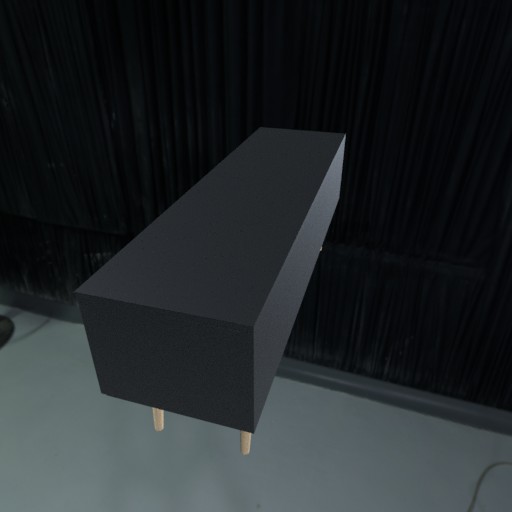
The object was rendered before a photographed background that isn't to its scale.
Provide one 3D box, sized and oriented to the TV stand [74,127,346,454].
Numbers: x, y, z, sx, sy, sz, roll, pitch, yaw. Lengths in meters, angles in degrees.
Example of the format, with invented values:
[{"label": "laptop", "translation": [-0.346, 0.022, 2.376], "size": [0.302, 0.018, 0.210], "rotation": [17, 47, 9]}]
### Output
[{"label": "TV stand", "translation": [0.000, 0.000, 1.507], "size": [0.390, 0.518, 1.312], "rotation": [9, 32, 15]}]
